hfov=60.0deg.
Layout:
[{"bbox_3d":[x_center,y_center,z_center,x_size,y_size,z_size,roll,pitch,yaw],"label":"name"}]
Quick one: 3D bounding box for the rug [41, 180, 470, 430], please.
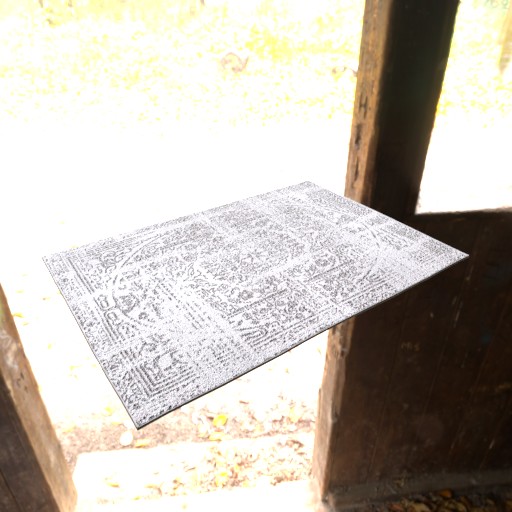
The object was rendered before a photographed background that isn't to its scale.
[{"bbox_3d":[0.000,0.000,3.053,2.438,0.026,1.706,-20,37,-29],"label":"rug"}]
